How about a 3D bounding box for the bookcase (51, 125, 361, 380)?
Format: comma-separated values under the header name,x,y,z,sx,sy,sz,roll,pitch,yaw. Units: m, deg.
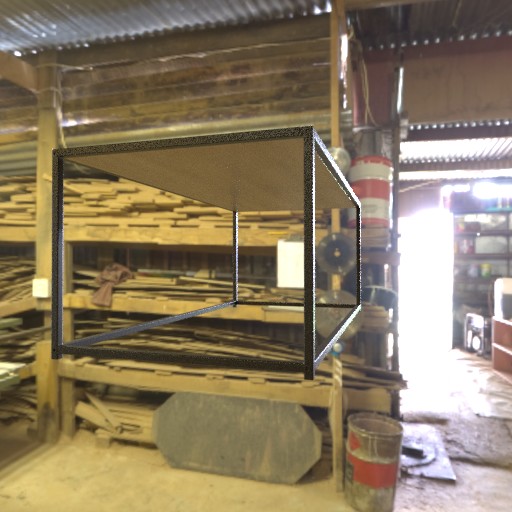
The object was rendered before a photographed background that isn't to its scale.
name,x,y,z,sx,sy,sz,roll,pitch,yaw
bookcase,0.000,0.000,1.242,0.500,0.400,1.000,0,-1,17
